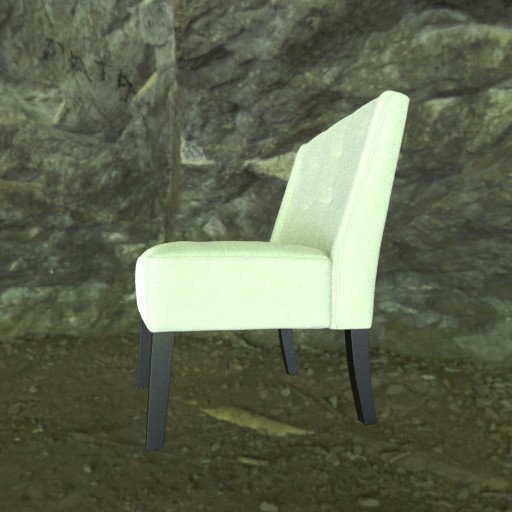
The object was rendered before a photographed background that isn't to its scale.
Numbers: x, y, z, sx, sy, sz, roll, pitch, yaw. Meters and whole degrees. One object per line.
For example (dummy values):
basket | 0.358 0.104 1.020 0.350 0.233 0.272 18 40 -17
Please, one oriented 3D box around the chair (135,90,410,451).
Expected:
chair | 0.000 0.000 1.303 0.676 0.853 0.569 0 -1 -17
